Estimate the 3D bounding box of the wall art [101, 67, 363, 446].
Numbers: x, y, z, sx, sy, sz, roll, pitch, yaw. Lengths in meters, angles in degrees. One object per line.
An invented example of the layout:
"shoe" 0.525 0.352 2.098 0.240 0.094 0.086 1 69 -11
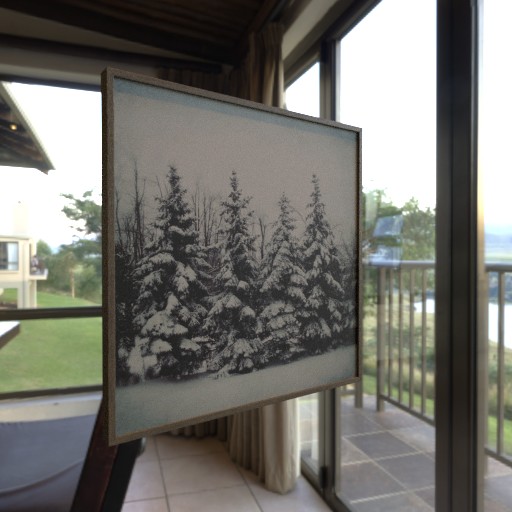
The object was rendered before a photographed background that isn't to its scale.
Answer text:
"wall art" 0.000 0.000 1.122 0.758 0.758 0.039 -1 1 -36
